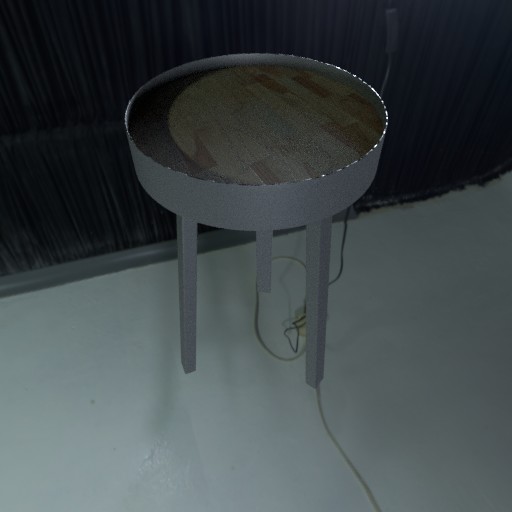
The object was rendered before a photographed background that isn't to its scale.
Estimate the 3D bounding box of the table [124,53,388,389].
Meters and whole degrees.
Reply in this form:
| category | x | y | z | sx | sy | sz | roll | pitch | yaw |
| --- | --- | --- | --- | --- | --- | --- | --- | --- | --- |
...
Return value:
| category | x | y | z | sx | sy | sz | roll | pitch | yaw |
| --- | --- | --- | --- | --- | --- | --- | --- | --- | --- |
| table | 0.000 | 0.000 | 0.947 | 0.406 | 0.686 | 0.406 | -16 | 49 | -15 |
